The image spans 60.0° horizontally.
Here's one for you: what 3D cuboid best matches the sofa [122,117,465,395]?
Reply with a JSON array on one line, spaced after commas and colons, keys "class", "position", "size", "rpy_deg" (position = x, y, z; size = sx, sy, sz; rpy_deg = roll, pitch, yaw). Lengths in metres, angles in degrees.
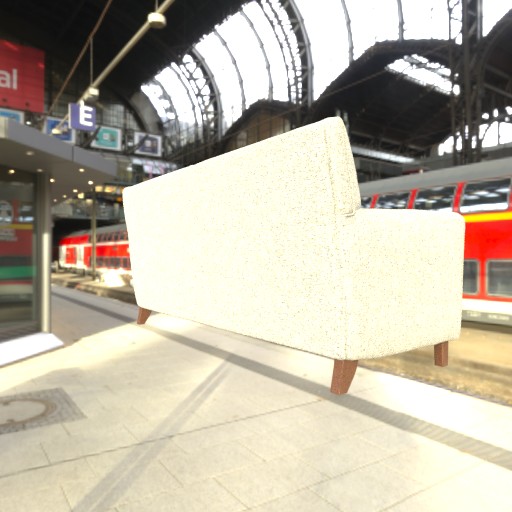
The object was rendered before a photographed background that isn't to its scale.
[{"class": "sofa", "position": [0.000, 0.000, 2.477], "size": [0.854, 0.942, 2.026], "rpy_deg": [0, 0, -36]}]
